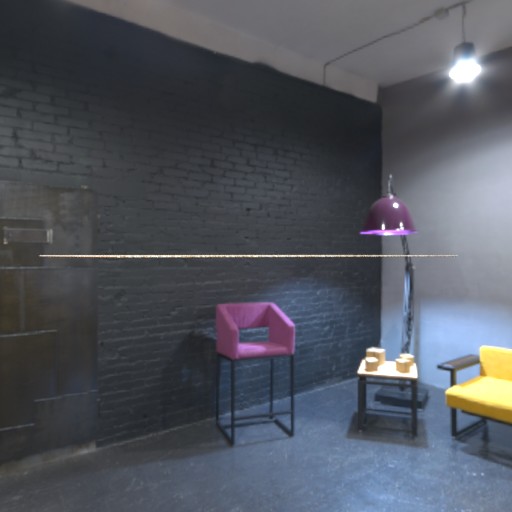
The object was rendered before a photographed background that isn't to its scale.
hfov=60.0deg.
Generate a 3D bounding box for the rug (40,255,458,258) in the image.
[{"bbox_3d":[0.000,0.000,3.011,2.446,0.009,1.529,0,0,-36],"label":"rug"}]
